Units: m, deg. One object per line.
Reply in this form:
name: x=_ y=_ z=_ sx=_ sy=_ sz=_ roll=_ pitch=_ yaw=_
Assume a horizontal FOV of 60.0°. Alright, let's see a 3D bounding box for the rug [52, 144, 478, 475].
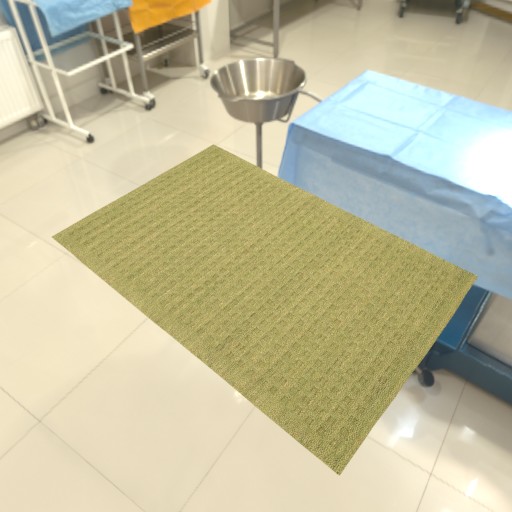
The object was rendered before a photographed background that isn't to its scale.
rug: x=0.000 y=0.000 z=2.834 sx=2.297 sy=0.007 sz=1.529 roll=32 pitch=53 yaw=27
